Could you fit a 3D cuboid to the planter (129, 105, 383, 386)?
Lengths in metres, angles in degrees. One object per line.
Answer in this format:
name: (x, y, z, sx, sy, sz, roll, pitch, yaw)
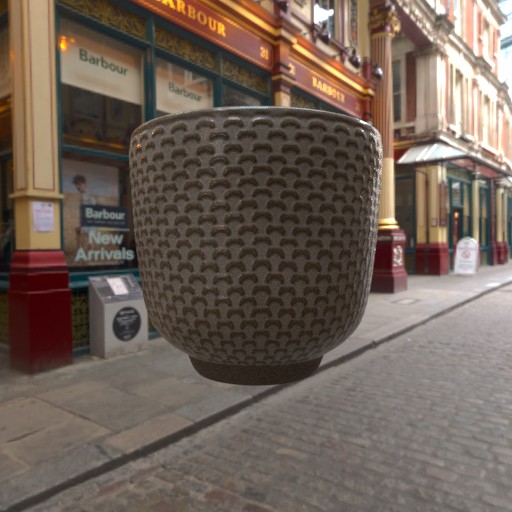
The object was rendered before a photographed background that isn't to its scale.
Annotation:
planter: (0.000, 0.000, 0.315, 0.173, 0.160, 0.173, 0, 1, 0)
